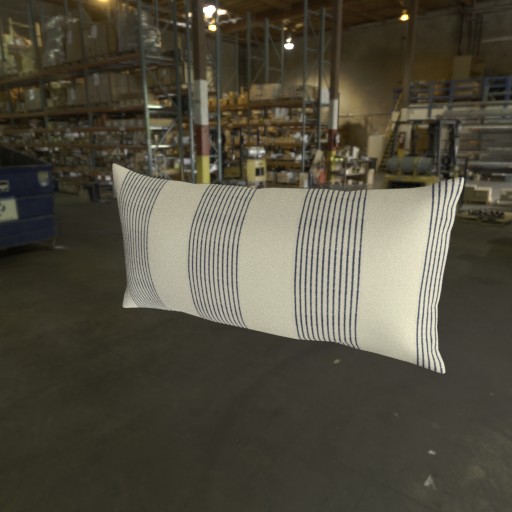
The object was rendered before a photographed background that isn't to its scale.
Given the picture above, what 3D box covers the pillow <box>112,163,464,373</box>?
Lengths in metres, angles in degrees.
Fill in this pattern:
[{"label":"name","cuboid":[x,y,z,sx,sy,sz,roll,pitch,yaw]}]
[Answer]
[{"label":"pillow","cuboid":[0.000,0.000,0.735,0.610,0.287,0.151,7,16,26]}]
